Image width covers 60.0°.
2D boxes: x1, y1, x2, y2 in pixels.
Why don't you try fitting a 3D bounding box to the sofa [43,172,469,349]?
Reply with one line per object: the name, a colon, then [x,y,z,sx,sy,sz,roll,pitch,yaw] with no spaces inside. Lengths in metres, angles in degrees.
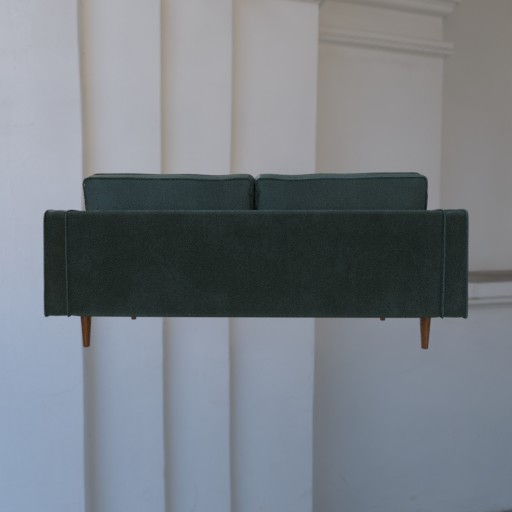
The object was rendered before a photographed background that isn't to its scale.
sofa: [0.000,0.000,2.282,1.816,0.781,0.886,0,2,1]
